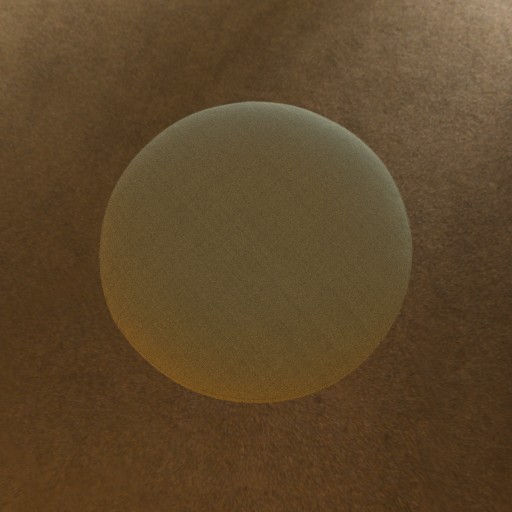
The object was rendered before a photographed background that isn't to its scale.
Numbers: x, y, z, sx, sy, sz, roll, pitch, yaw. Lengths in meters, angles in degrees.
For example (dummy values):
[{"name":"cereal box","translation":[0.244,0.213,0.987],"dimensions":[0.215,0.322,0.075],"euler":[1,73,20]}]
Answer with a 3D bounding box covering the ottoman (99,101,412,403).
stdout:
[{"name":"ottoman","translation":[0.000,0.000,1.237],"dimensions":[0.772,0.460,0.772],"euler":[0,75,0]}]
